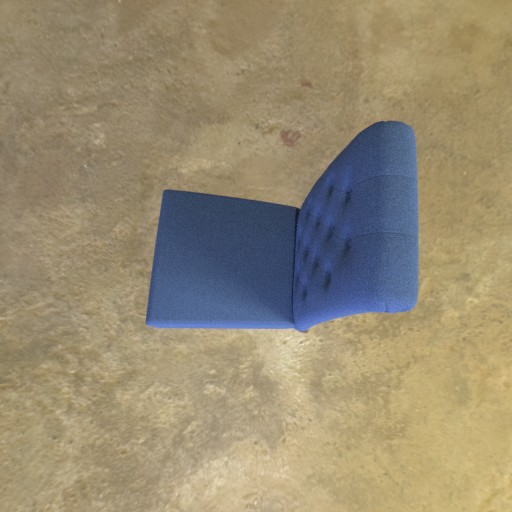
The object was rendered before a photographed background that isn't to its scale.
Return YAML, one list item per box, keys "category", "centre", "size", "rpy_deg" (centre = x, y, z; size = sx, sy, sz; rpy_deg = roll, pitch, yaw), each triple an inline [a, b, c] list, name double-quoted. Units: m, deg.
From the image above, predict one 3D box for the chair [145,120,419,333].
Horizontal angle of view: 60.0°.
- category: "chair"
  centre: [0.000, 0.000, 1.368]
  size: [0.671, 1.006, 0.456]
  rpy_deg: [4, 76, 1]
